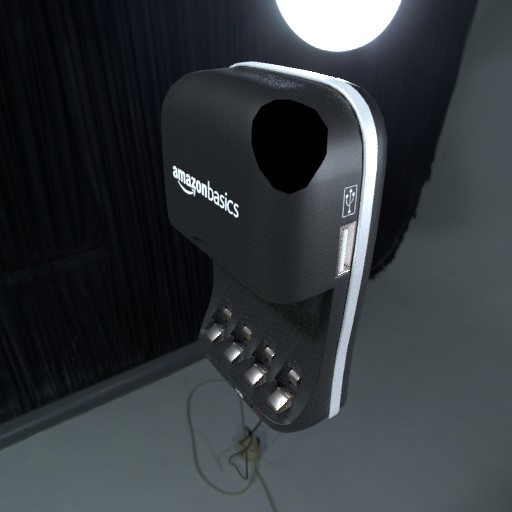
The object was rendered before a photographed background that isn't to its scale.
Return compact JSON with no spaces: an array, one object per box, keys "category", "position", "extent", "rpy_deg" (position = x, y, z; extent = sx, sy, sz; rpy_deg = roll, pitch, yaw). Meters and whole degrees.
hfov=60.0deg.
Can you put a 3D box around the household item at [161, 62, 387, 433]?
[{"category":"household item","position":[0.000,0.000,0.147],"extent":[0.038,0.114,0.070],"rpy_deg":[-21,37,-30]}]
